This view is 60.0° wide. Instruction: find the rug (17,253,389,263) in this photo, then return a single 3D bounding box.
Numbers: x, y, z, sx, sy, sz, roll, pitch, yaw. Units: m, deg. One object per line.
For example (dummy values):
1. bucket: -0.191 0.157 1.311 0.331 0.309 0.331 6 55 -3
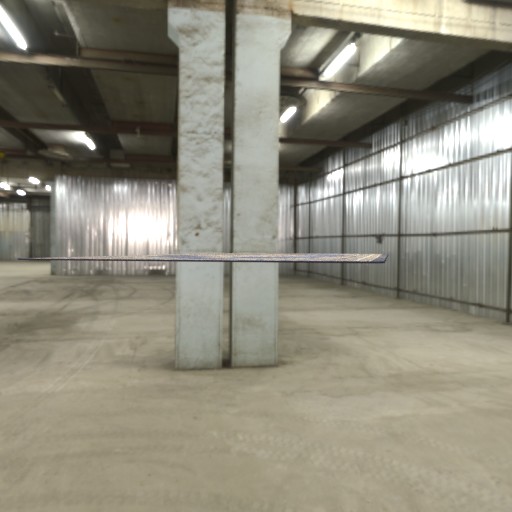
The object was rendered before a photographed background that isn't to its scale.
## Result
1. rug: 0.000 0.000 2.857 1.630 0.009 2.232 0 1 17
